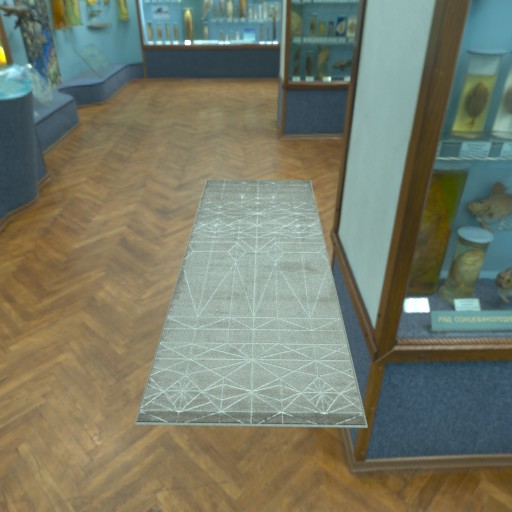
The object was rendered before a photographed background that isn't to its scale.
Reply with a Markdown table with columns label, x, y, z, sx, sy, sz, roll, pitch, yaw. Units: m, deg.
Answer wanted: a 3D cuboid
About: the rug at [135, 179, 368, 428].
| label | x | y | z | sx | sy | sz | roll | pitch | yaw |
| --- | --- | --- | --- | --- | --- | --- | --- | --- | --- |
| rug | 0.000 | 0.000 | 2.655 | 0.864 | 0.012 | 2.388 | 0 | 32 | 1 |
